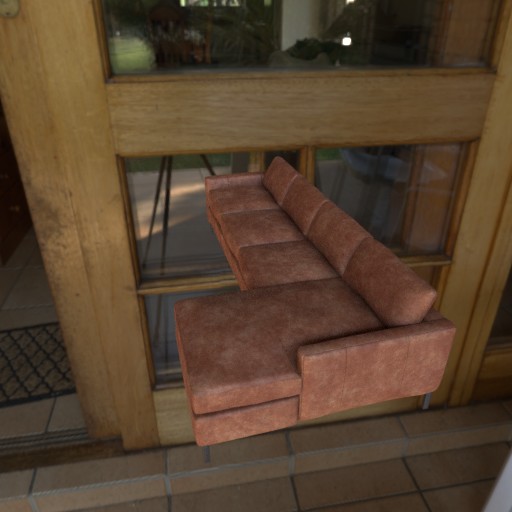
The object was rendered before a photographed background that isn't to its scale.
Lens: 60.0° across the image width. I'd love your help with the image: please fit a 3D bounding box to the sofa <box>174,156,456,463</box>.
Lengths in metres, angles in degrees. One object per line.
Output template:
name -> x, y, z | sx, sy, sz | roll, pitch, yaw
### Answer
sofa -> 0.000, 0.000, 3.610 | 1.471, 0.859, 2.993 | -7, 29, -14
